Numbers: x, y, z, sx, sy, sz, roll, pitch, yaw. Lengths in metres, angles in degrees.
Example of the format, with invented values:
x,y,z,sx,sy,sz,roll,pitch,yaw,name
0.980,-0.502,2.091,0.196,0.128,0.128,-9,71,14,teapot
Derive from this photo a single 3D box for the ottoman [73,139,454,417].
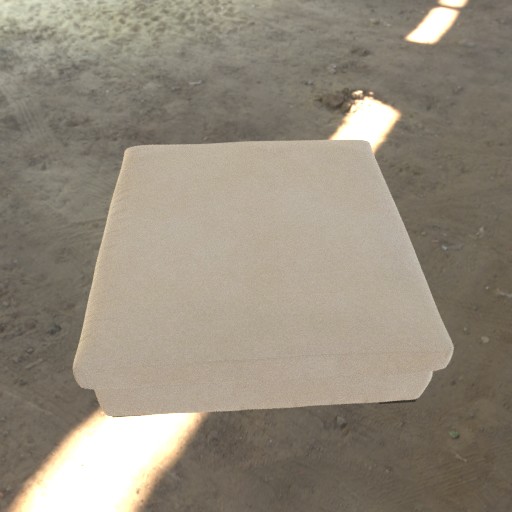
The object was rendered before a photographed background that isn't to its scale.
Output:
x,y,z,sx,sy,sz,roll,pitch,yaw,name
0.000,0.000,1.855,1.205,0.522,1.190,-2,48,-2,ottoman
